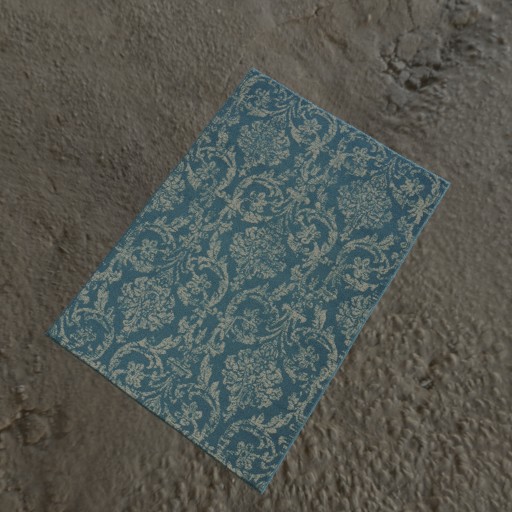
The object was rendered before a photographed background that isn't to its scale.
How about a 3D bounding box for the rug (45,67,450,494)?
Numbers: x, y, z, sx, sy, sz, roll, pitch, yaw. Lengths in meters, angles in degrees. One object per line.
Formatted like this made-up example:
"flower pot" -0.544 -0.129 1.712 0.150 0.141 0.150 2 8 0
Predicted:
"rug" 0.000 0.000 2.751 1.554 0.012 2.205 33 78 8
